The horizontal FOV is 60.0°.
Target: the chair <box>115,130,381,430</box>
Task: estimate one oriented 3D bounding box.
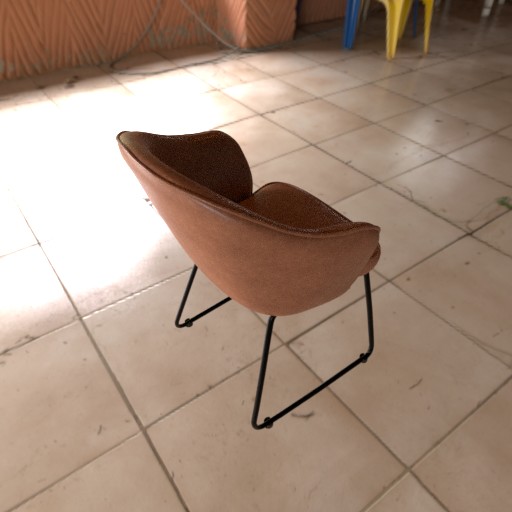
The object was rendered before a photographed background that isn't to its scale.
[{"bbox_3d":[0.000,0.000,1.201,0.580,0.785,0.582,-26,47,-27],"label":"chair"}]
